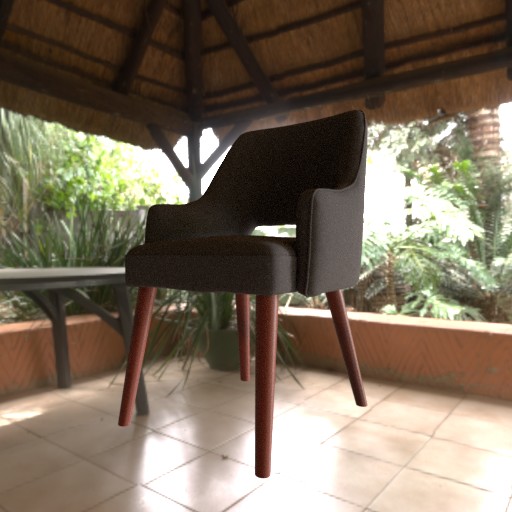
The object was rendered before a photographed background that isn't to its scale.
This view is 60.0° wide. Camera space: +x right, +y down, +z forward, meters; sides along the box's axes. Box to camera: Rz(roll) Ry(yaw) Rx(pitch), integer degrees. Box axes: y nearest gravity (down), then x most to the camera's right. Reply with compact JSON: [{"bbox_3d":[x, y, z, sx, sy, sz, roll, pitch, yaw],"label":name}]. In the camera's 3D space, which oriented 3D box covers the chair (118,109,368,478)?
[{"bbox_3d":[0.000,0.000,1.189,0.559,0.838,0.560,0,0,36],"label":"chair"}]
